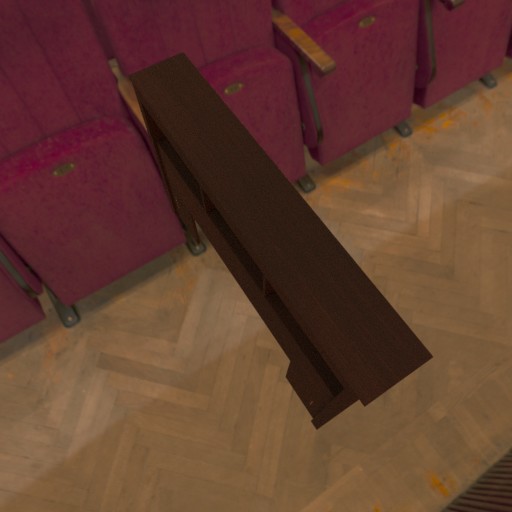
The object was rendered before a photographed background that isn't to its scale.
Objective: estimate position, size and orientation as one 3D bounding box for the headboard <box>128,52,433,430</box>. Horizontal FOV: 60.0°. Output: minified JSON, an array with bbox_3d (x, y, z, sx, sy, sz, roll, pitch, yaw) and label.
[{"bbox_3d":[0.000,0.000,2.185,0.279,1.092,1.671,-30,68,-14],"label":"headboard"}]
